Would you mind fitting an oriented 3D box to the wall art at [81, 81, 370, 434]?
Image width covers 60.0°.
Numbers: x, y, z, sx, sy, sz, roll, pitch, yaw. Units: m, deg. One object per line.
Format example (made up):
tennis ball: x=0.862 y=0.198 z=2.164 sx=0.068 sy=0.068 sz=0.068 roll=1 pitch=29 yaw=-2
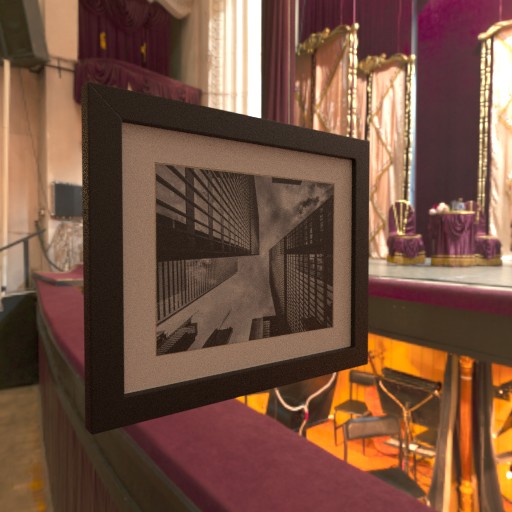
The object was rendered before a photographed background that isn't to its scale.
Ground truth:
wall art: x=0.000 y=0.000 z=0.747 sx=0.558 sy=0.457 sz=0.031 roll=-1 pitch=2 yaw=-37
